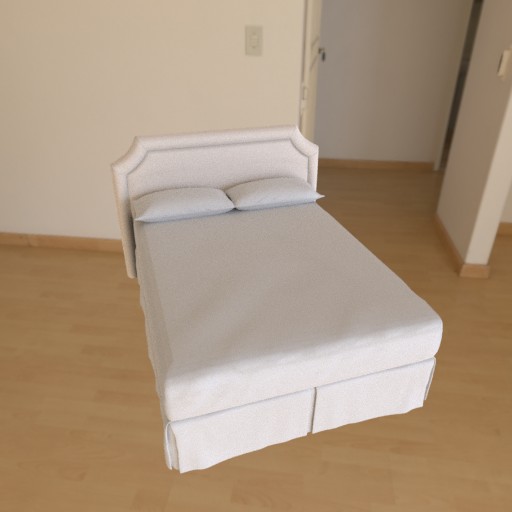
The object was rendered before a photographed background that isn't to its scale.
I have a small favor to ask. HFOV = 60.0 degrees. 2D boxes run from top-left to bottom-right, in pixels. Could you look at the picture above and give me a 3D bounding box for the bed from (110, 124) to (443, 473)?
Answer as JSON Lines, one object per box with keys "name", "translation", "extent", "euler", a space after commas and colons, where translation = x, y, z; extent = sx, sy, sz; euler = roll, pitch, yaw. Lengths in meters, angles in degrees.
{"name": "bed", "translation": [0.000, 0.000, 3.160], "extent": [1.828, 1.297, 2.164], "euler": [-9, 31, -15]}
